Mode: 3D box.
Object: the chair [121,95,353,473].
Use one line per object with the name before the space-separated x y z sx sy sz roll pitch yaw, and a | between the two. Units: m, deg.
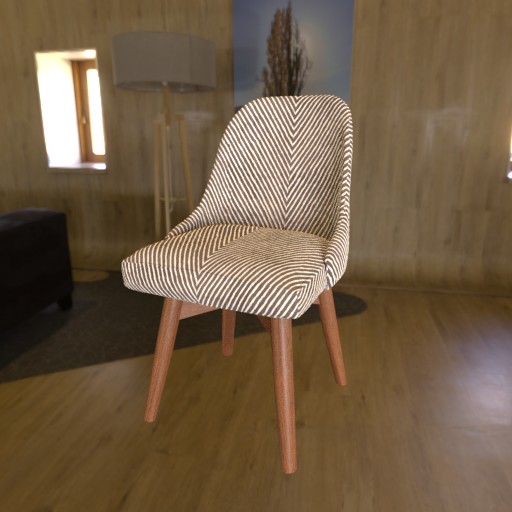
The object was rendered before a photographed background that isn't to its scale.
chair | 0.000 0.000 1.244 0.504 0.883 0.591 8 18 26
